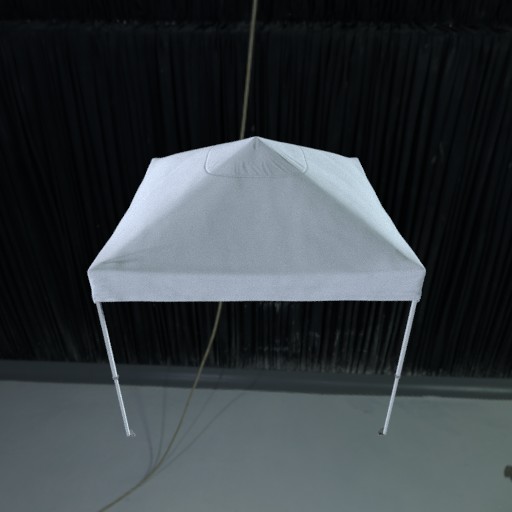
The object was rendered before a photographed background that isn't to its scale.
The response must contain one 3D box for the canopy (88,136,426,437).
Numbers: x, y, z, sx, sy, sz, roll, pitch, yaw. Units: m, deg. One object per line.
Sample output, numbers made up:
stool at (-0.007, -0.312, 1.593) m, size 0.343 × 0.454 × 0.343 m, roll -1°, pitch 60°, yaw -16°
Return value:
canopy at (0.000, 0.000, 5.533) m, size 2.998 × 2.997 × 2.996 m, roll 0°, pitch 31°, yaw 0°
